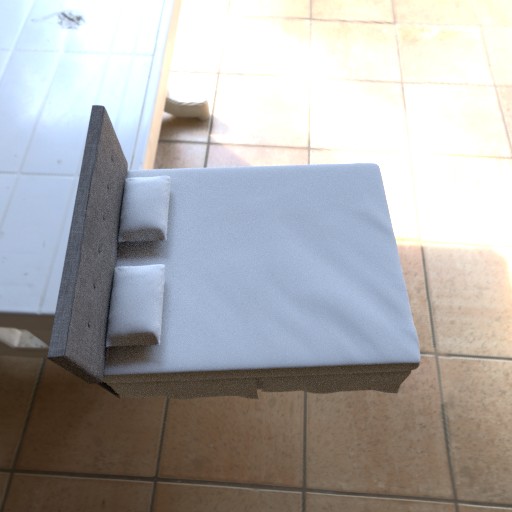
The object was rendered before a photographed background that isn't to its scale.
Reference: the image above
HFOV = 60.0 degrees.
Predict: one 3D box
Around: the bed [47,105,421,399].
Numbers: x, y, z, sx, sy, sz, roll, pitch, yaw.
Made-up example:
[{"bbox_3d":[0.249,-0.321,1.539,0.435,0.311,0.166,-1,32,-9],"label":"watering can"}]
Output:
[{"bbox_3d":[0.000,0.000,2.905,1.958,1.168,1.621,-2,63,-1],"label":"bed"}]
